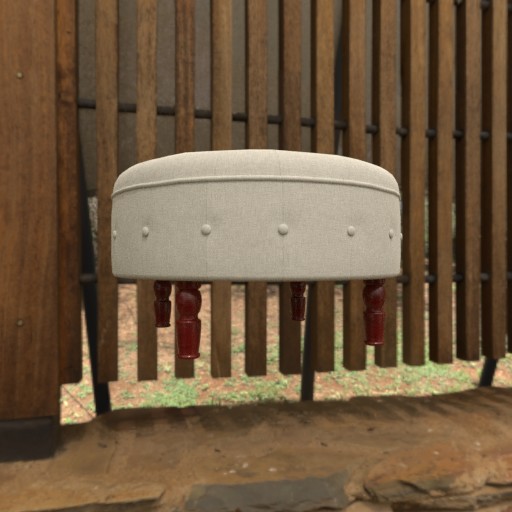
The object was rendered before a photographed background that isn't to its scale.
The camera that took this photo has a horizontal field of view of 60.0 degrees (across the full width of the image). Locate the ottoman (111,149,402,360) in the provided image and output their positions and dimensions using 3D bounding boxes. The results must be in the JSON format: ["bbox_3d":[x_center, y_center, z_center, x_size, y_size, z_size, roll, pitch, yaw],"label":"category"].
[{"bbox_3d":[0.000,0.000,1.366,0.850,0.483,0.850,0,-1,0],"label":"ottoman"}]
